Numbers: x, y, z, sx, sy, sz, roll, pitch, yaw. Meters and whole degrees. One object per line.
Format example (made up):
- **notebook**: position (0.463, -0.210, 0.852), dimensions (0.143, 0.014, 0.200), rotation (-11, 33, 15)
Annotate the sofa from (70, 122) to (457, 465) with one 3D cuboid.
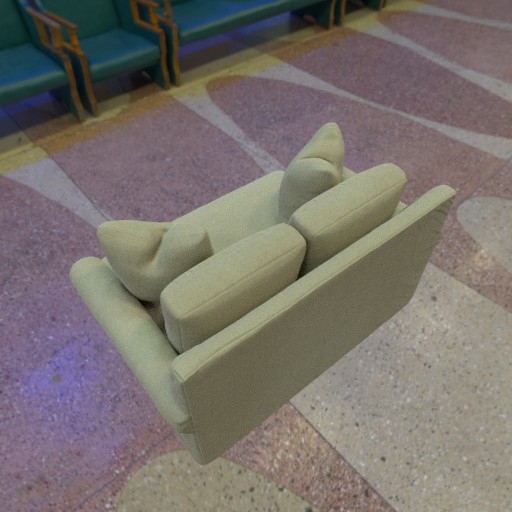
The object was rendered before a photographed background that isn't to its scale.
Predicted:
- **sofa**: position (0.000, 0.000, 2.161), dimensions (1.550, 0.905, 1.070), rotation (-31, 54, -25)
